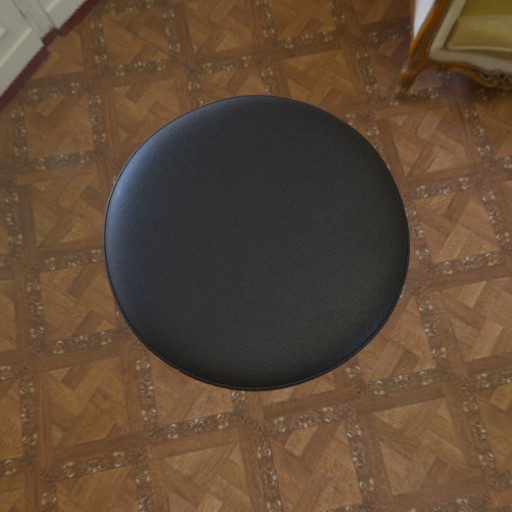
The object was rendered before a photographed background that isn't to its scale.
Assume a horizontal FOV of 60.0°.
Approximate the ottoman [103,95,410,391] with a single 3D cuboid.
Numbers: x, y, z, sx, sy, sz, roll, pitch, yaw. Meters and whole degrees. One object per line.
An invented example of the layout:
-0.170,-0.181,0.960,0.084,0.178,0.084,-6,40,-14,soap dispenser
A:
0.000,0.000,0.879,0.501,0.409,0.501,0,76,0,ottoman
